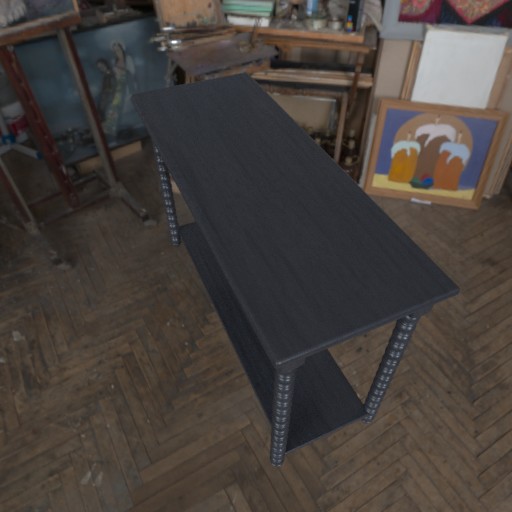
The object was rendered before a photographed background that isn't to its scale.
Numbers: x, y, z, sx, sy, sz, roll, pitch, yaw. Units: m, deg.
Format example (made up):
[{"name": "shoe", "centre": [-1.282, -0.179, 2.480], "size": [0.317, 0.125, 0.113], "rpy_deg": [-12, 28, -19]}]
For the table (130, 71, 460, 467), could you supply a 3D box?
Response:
[{"name": "table", "centre": [0.000, 0.000, 1.535], "size": [0.459, 0.735, 1.184], "rpy_deg": [-18, 49, -16]}]
